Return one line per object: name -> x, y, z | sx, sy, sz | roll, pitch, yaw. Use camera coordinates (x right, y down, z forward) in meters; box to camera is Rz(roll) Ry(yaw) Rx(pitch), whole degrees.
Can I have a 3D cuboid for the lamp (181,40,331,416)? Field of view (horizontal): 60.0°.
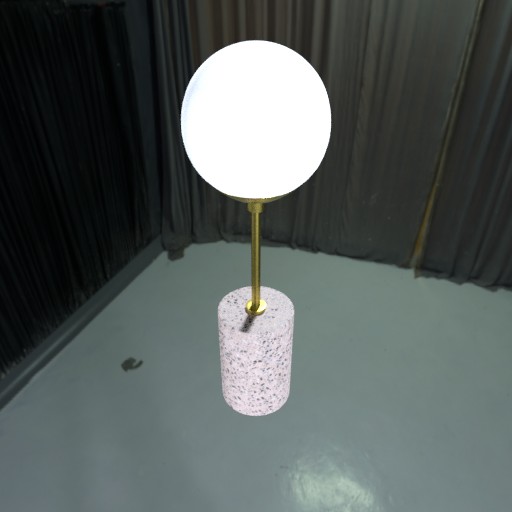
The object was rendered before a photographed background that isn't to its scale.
lamp -> 0.000, 0.000, 0.547 | 0.153, 0.480, 0.153 | 0, 33, 0
